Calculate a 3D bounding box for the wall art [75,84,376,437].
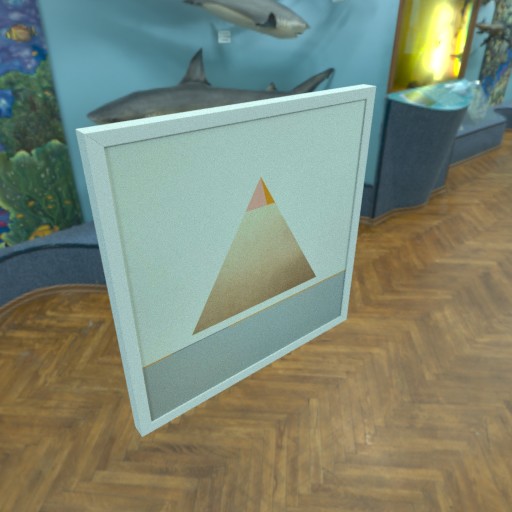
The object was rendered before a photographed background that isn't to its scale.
[{"bbox_3d":[0.000,0.000,1.152,0.768,0.765,0.041,-22,36,-33],"label":"wall art"}]
